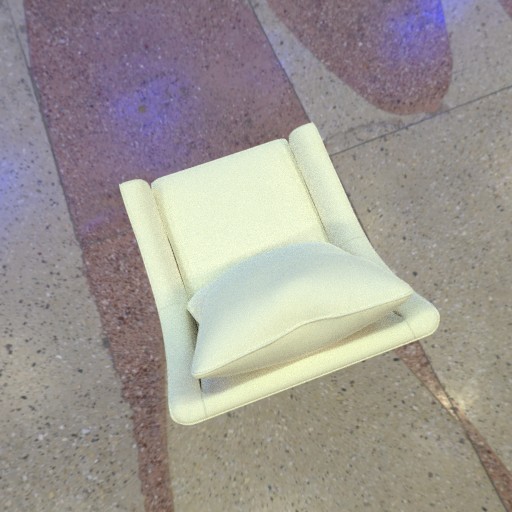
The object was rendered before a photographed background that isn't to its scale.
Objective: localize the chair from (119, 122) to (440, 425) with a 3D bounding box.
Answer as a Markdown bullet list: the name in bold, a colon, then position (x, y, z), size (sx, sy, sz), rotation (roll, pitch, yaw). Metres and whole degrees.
- **chair**: position (0.000, 0.000, 1.561), size (0.756, 0.965, 0.876), rotation (-19, 76, -5)
